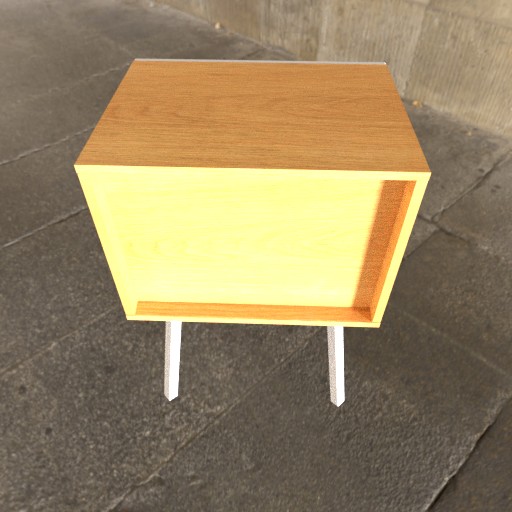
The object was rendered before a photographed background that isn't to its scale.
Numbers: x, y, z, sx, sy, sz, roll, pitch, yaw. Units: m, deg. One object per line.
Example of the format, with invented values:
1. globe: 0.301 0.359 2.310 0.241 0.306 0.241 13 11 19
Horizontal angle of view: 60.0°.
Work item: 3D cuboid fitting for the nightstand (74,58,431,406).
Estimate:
1. nightstand: 0.000 0.000 0.821 0.400 0.601 0.316 2 46 1
